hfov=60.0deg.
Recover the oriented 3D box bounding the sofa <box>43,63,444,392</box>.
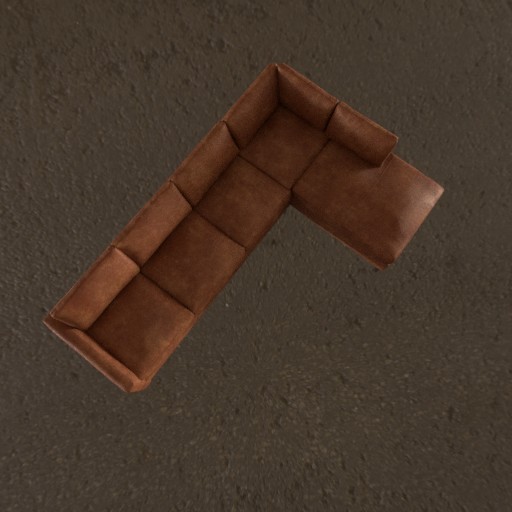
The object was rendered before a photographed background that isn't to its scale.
[{"bbox_3d":[0.000,0.000,3.802,1.938,0.877,2.984,37,78,9],"label":"sofa"}]
